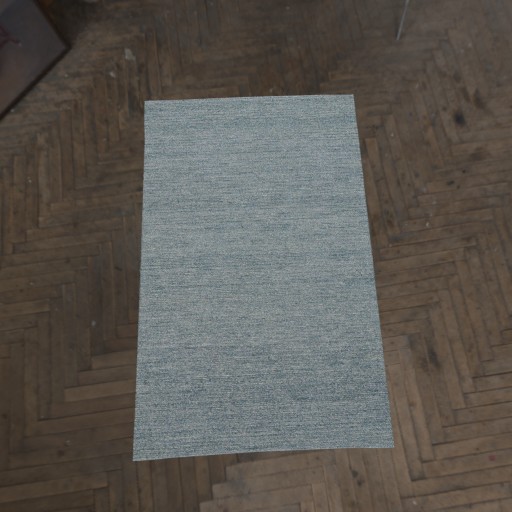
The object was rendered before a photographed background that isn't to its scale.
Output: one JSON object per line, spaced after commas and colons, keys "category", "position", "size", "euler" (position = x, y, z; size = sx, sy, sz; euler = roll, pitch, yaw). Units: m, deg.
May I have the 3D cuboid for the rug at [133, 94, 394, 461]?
{"category": "rug", "position": [0.000, 0.000, 2.230], "size": [1.174, 0.022, 1.853], "euler": [-2, 74, -1]}
